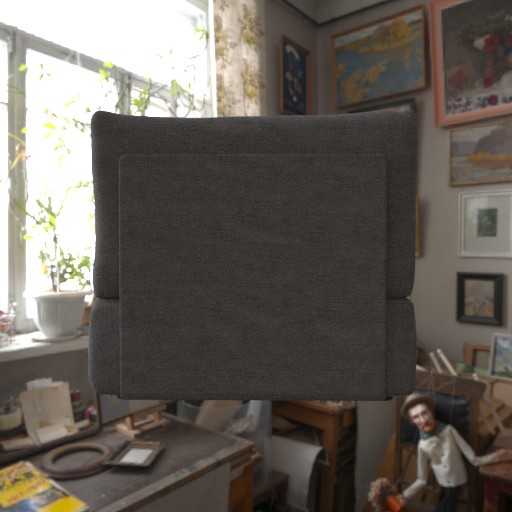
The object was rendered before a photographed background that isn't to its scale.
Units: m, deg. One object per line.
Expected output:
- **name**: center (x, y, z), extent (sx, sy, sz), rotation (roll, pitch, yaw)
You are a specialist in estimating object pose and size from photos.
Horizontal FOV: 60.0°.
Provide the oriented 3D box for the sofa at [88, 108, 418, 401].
- **sofa**: center (0.000, 0.000, 1.911), extent (0.930, 0.820, 1.450), rotation (0, 0, 1)
